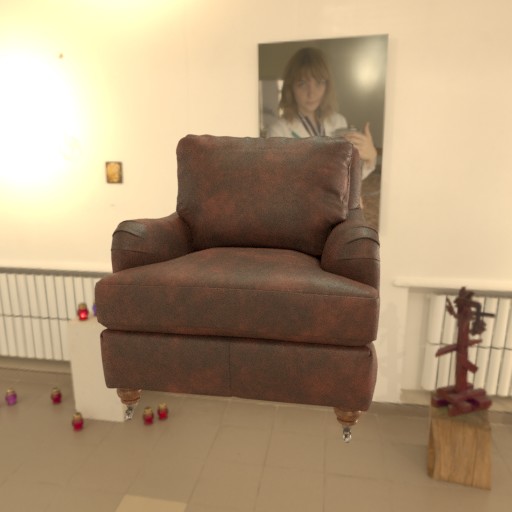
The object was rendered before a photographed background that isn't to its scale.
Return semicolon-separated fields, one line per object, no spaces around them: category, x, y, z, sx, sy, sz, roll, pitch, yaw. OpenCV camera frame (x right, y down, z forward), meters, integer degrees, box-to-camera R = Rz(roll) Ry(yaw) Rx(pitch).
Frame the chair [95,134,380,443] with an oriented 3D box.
chair;0.000;0.000;1.951;0.987;1.051;1.156;2;13;9
